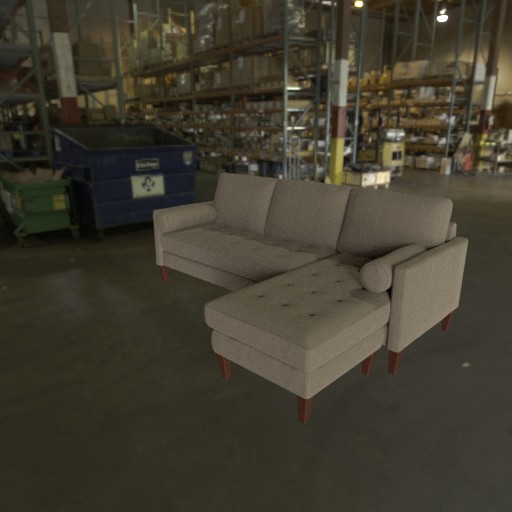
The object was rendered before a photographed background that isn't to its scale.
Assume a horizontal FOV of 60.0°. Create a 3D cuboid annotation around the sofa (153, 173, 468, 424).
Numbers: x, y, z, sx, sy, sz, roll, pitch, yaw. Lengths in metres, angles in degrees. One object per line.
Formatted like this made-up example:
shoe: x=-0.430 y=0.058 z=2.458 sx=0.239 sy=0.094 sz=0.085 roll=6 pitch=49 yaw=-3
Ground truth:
sofa: x=0.000 y=0.000 z=2.949 sx=2.178 sy=0.875 sz=1.506 roll=15 pitch=23 yaw=41
